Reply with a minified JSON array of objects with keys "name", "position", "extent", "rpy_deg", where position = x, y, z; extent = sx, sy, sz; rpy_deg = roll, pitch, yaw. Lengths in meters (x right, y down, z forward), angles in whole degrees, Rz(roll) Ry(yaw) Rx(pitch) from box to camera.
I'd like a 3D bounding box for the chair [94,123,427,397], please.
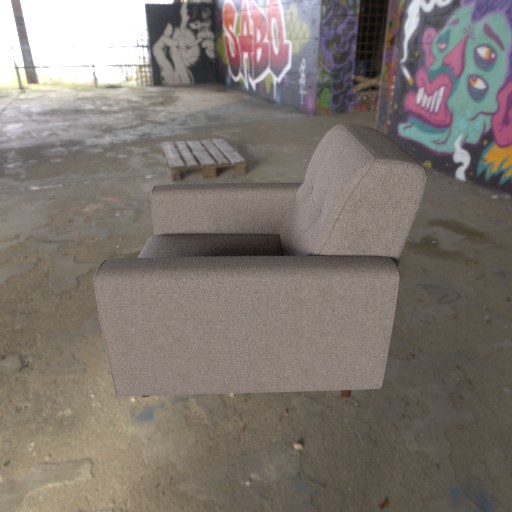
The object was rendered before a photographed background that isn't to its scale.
[{"name":"chair","position":[0.000,0.000,1.579],"extent":[0.907,0.839,0.831],"rpy_deg":[0,26,0]}]
